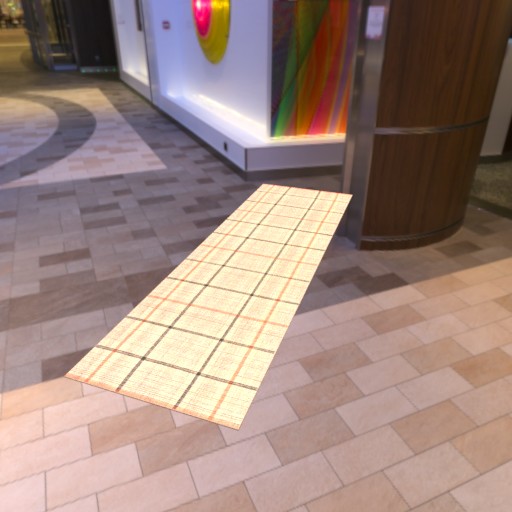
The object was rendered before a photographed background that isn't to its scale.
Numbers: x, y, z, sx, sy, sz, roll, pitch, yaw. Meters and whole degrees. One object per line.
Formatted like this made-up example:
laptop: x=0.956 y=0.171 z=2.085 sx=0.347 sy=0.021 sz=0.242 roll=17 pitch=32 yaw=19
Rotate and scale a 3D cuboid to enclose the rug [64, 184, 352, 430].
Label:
rug: x=0.000 y=0.000 z=2.684 sx=0.762 sy=0.008 sz=2.439 roll=10 pitch=30 yaw=18
